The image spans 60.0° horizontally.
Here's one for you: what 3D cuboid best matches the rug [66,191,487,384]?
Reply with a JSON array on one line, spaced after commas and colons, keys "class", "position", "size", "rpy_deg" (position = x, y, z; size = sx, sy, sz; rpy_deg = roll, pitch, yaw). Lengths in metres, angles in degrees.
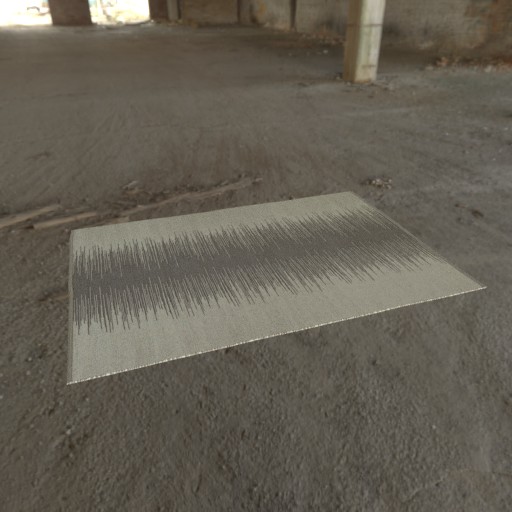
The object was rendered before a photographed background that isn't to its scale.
[{"class": "rug", "position": [0.000, 0.000, 2.270], "size": [1.815, 0.007, 1.226], "rpy_deg": [-10, 32, -16]}]
